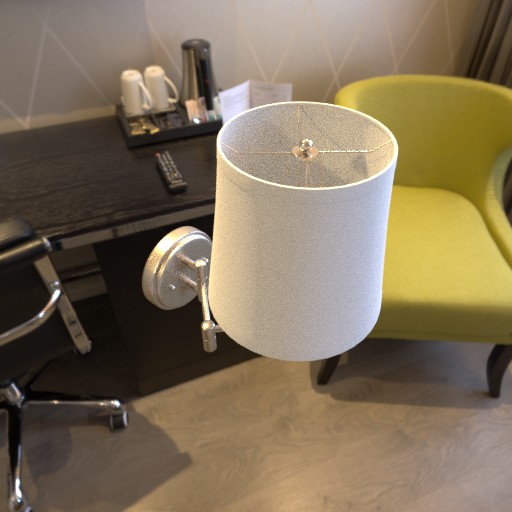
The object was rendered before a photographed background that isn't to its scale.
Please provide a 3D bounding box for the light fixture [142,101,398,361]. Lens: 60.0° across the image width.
[{"bbox_3d":[0.000,0.000,0.592,0.348,0.381,0.223,27,49,27],"label":"light fixture"}]
